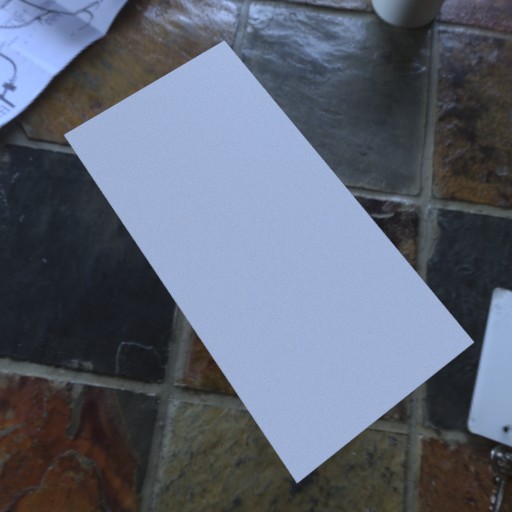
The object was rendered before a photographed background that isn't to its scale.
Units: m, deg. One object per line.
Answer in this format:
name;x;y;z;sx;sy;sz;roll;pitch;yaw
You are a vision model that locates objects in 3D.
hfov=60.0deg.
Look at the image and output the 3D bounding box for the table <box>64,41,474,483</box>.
table;0.000;0.000;1.282;0.500;0.441;1.000;-34;78;-9
